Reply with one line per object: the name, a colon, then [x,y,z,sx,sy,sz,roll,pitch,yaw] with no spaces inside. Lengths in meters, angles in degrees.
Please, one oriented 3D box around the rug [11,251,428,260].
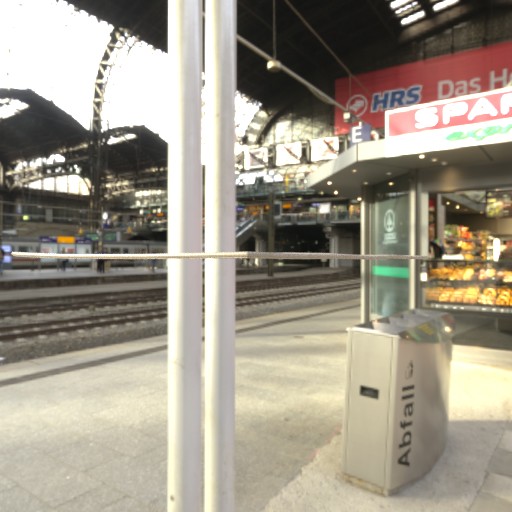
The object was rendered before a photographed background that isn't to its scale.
rug: [0.000,0.000,2.262,1.252,0.034,1.829,0,0,35]
